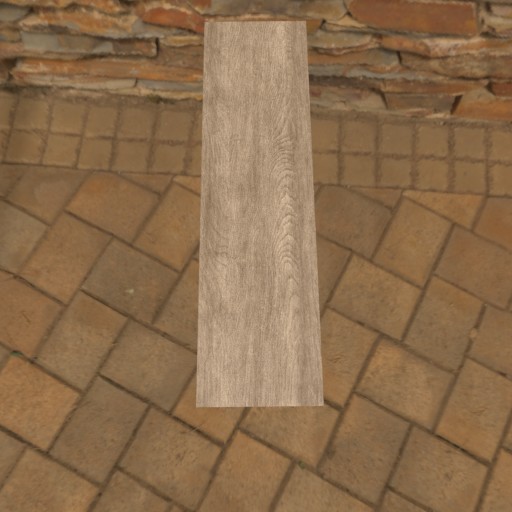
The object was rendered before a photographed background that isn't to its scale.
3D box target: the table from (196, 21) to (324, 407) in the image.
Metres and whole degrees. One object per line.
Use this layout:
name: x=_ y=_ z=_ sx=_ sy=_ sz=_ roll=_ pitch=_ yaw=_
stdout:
table: x=0.000 y=0.000 z=1.531 sx=0.256 sy=1.135 sz=0.902 roll=-1 pitch=76 yaw=0
